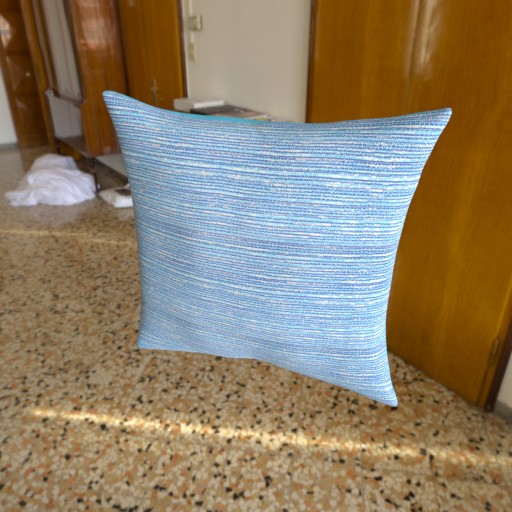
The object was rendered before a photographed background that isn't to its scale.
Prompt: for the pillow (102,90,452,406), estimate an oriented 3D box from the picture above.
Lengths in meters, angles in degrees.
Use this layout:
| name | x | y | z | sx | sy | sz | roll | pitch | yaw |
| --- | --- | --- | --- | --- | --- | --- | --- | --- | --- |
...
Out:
| name | x | y | z | sx | sy | sz | roll | pitch | yaw |
| --- | --- | --- | --- | --- | --- | --- | --- | --- | --- |
| pillow | 0.000 | 0.000 | 0.730 | 0.514 | 0.497 | 0.150 | 8 | 27 | 17 |
